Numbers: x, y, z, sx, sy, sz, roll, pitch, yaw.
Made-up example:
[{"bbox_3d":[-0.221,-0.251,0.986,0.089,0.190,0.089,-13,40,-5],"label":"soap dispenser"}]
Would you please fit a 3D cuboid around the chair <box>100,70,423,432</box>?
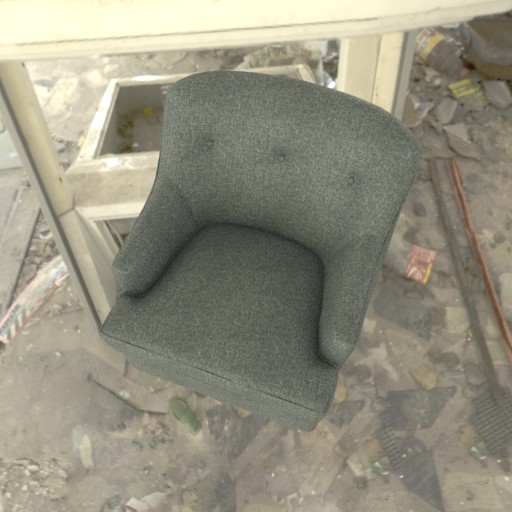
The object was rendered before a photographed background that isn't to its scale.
[{"bbox_3d":[0.000,0.000,1.583,0.864,0.856,0.923,17,60,10],"label":"chair"}]
